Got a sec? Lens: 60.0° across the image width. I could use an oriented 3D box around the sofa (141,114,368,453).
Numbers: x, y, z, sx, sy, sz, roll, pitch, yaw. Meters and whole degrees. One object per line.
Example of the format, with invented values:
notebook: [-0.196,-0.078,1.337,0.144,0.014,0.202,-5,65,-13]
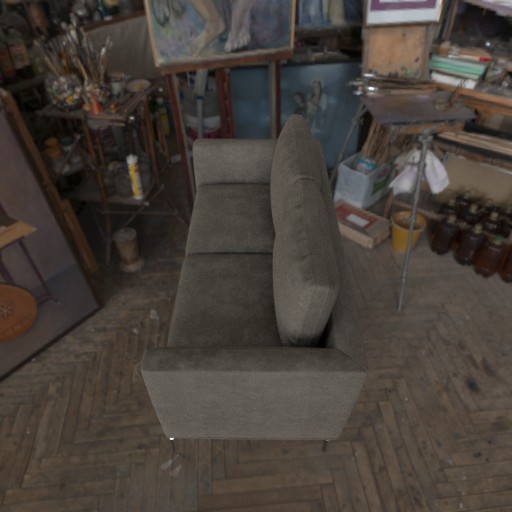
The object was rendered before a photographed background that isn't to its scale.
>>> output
sofa: [0.000,0.000,2.453,0.855,1.013,1.832,0,42,0]
